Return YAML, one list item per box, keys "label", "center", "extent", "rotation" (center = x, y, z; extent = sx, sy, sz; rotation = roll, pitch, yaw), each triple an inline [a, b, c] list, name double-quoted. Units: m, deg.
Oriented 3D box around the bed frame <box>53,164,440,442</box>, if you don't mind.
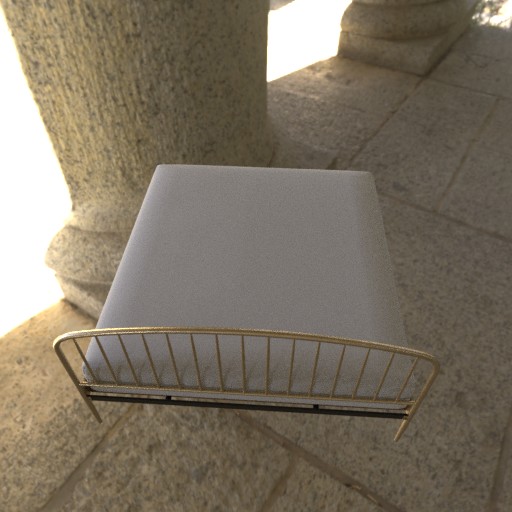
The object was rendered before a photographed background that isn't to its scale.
- label: "bed frame"
  center: [0.000, 0.000, 3.271]
  extent: [2.016, 1.174, 2.152]
  rotation: [3, 46, 2]
